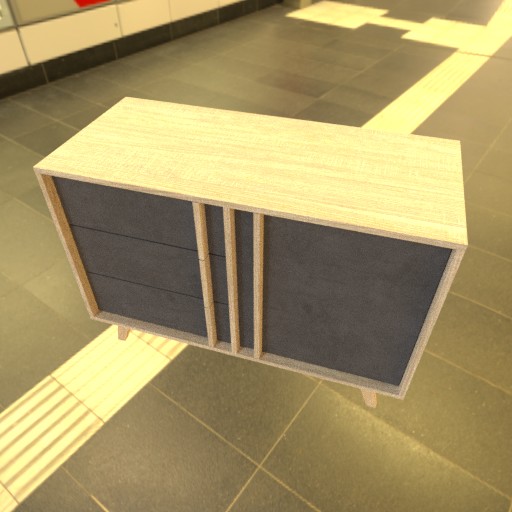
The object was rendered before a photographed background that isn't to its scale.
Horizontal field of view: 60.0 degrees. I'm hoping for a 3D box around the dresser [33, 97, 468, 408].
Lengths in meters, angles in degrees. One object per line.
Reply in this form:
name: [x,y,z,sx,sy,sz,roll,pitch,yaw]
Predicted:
dresser: [0.000,0.000,1.515,1.110,0.780,0.500,12,43,13]
